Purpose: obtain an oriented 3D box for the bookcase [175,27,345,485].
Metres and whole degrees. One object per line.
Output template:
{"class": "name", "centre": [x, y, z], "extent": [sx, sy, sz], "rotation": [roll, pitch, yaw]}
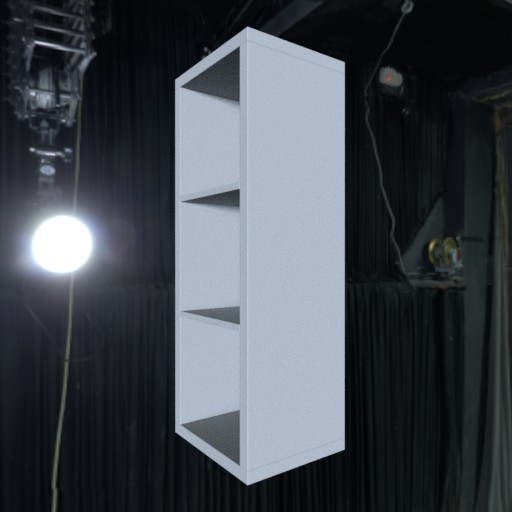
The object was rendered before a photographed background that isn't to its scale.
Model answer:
{"class": "bookcase", "centre": [0.000, 0.000, 1.298], "extent": [0.330, 1.080, 0.390], "rotation": [0, 0, -36]}
